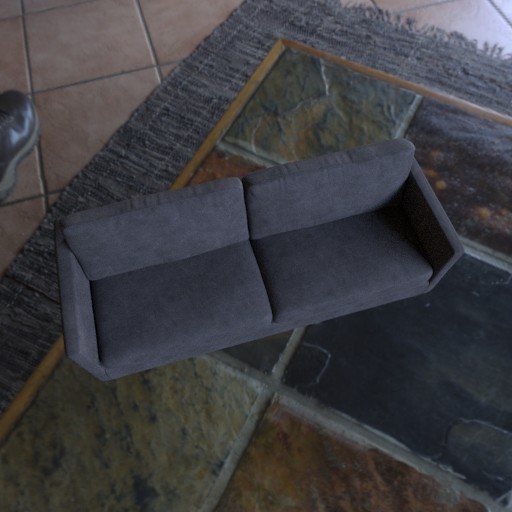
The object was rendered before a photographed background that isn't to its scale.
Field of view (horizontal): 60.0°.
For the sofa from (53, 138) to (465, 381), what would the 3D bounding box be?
[{"bbox_3d":[0.000,0.000,2.983,2.434,0.965,0.951,-14,64,-7],"label":"sofa"}]
